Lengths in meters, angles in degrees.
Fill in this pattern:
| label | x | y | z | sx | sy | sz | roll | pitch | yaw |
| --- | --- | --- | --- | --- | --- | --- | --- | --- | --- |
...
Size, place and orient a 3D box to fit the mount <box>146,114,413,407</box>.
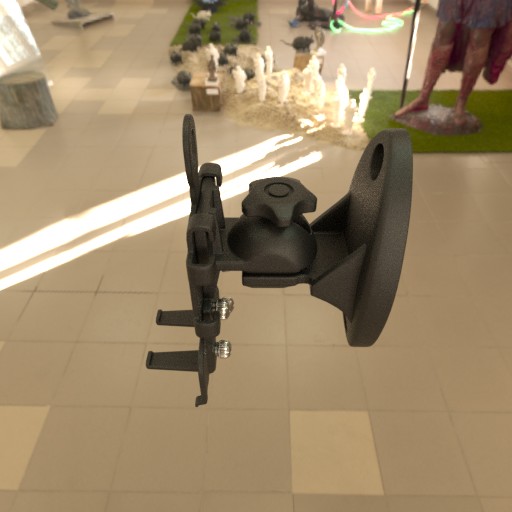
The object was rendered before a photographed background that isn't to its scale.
| label | x | y | z | sx | sy | sz | roll | pitch | yaw |
| --- | --- | --- | --- | --- | --- | --- | --- | --- | --- |
| mount | 0.000 | 0.000 | 0.180 | 0.100 | 0.118 | 0.066 | 0 | 41 | 0 |
